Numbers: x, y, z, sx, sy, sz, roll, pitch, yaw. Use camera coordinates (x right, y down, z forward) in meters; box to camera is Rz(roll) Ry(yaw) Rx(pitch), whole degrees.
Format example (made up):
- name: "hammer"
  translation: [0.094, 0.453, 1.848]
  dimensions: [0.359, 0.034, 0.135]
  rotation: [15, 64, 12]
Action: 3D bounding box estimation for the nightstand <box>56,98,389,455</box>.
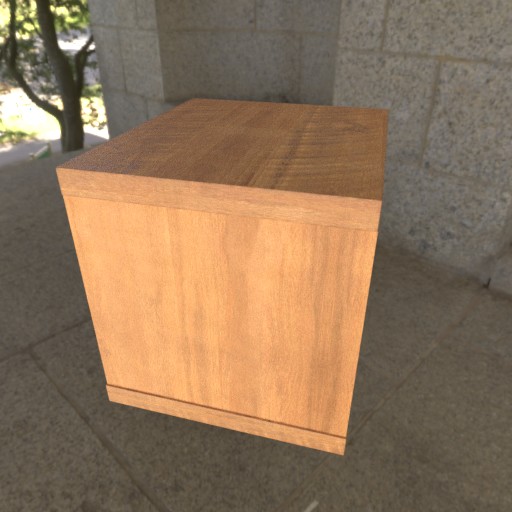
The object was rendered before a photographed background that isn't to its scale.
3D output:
- name: "nightstand"
  translation: [0.000, 0.000, 0.880]
  dimensions: [0.436, 0.491, 0.493]
  rotation: [8, 31, 13]
